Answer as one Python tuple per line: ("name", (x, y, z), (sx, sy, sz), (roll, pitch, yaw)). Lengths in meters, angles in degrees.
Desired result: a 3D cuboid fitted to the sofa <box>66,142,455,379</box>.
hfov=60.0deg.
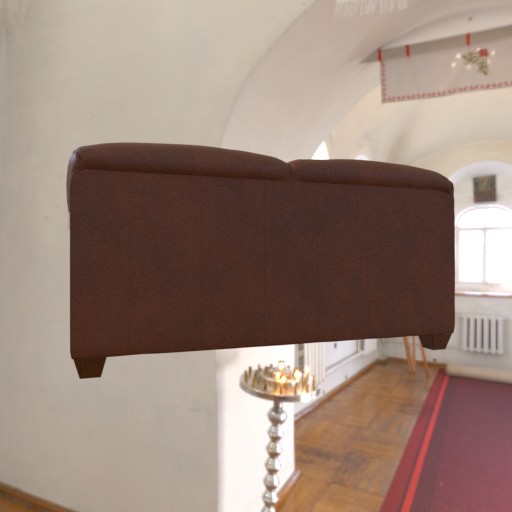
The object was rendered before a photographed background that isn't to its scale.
("sofa", (0.000, 0.000, 2.439), (1.856, 0.966, 1.000), (0, 0, -18))
